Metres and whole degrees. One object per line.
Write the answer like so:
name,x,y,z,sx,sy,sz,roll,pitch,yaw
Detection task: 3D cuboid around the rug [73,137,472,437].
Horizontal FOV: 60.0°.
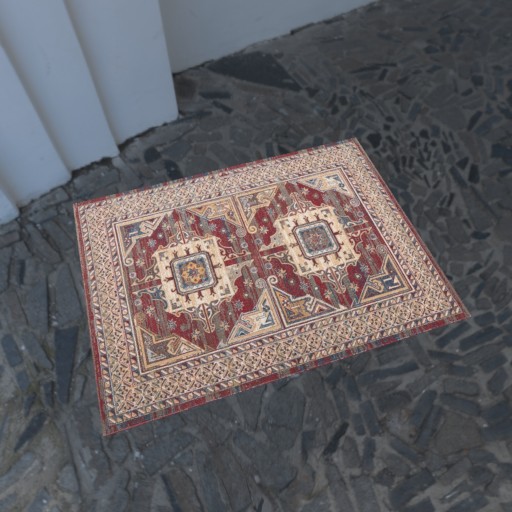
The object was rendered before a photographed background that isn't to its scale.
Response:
rug,0.000,0.000,4.226,3.197,0.013,2.381,-15,58,-10
